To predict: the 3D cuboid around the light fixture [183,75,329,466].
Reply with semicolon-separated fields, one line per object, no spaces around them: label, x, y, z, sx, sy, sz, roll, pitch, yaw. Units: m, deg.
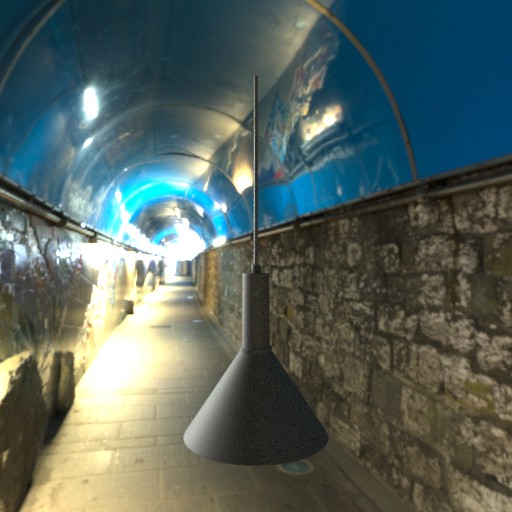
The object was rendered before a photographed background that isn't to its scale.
light fixture;0.000;0.000;0.832;0.267;0.683;0.267;0;-1;0
